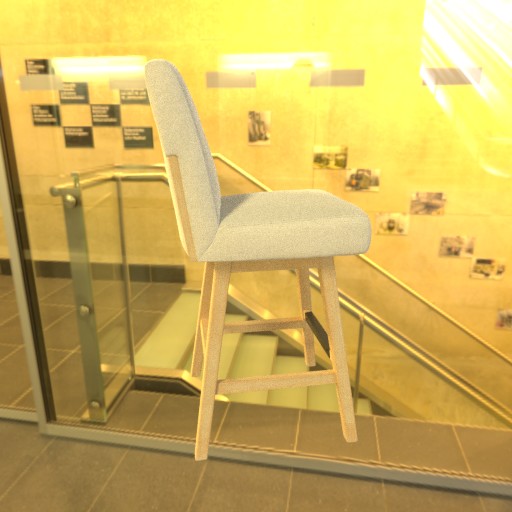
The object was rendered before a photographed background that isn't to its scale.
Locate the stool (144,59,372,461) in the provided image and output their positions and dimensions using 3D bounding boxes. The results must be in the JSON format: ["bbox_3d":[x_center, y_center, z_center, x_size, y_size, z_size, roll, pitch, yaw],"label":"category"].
[{"bbox_3d":[0.000,0.000,1.292,0.543,1.015,0.446,-3,17,-9],"label":"stool"}]
